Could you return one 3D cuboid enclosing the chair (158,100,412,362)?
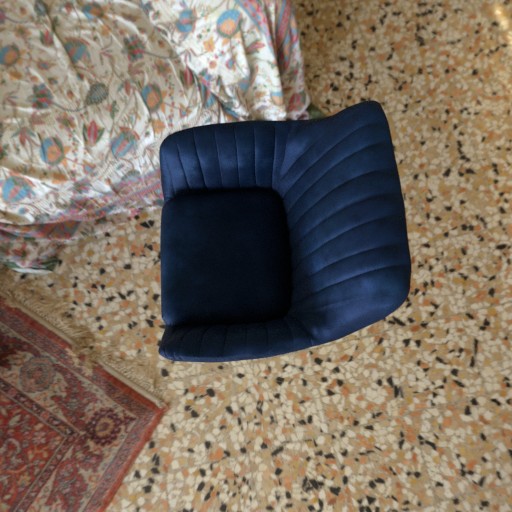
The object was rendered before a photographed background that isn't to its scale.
[{"bbox_3d":[0.000,0.000,1.235,0.573,0.826,0.578,-3,75,-1],"label":"chair"}]
